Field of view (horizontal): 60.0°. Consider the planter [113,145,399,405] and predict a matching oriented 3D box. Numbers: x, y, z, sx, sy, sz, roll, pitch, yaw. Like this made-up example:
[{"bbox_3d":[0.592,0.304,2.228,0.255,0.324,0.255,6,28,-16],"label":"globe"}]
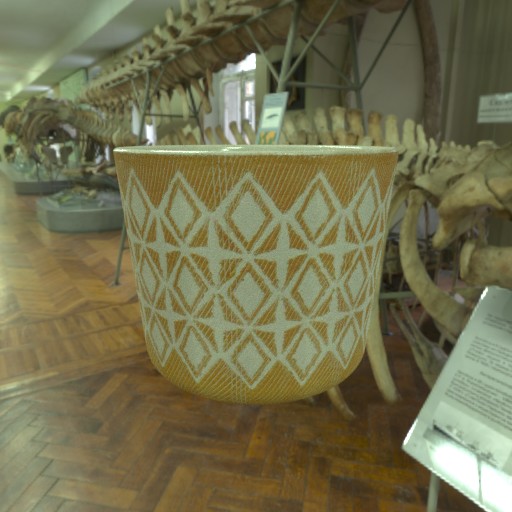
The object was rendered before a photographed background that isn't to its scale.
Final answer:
[{"bbox_3d":[0.000,0.000,0.219,0.126,0.104,0.126,0,15,0],"label":"planter"}]
